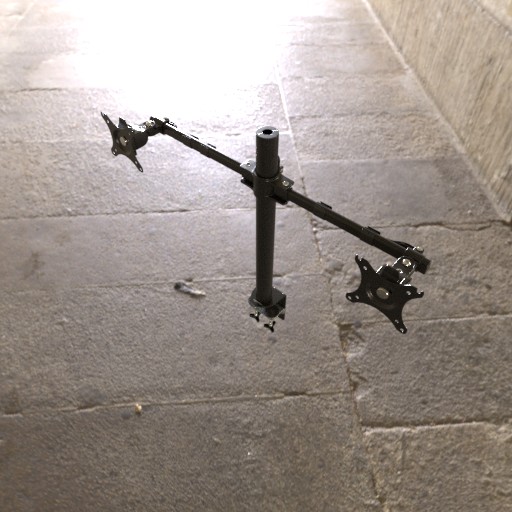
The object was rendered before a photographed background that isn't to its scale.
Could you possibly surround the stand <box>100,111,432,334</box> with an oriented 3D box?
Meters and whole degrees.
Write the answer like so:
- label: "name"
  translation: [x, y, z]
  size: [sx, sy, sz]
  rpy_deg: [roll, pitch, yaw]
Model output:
- label: "stand"
  translation: [0.000, 0.000, 0.998]
  size: [0.743, 0.603, 0.150]
  rpy_deg: [32, 55, 26]
